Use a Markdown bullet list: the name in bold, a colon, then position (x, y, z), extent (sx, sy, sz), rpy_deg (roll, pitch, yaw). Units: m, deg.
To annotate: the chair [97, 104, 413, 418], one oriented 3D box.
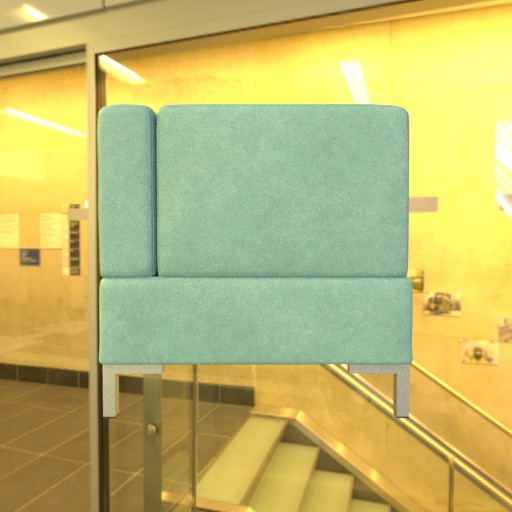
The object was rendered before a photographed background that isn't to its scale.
- **chair**: position (0.000, 0.000, 1.237), extent (0.680, 0.660, 0.680), rpy_deg (0, 2, 0)
